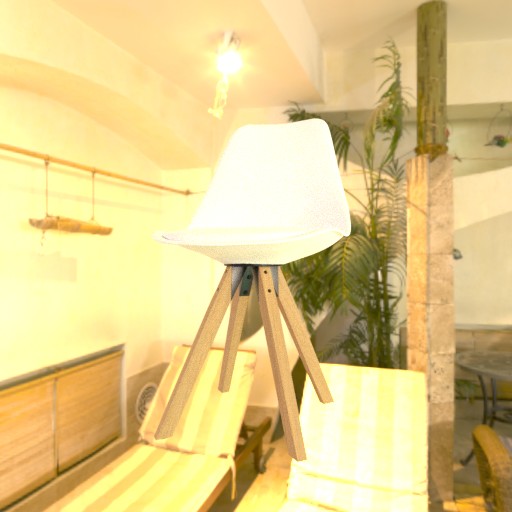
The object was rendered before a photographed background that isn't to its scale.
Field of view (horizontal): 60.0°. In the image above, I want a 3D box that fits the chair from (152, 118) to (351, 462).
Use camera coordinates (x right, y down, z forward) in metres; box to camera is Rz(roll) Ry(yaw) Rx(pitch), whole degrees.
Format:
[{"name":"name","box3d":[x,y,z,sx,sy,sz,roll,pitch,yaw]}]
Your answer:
[{"name":"chair","box3d":[0.000,0.000,1.178,0.485,0.849,0.550,0,1,18]}]
